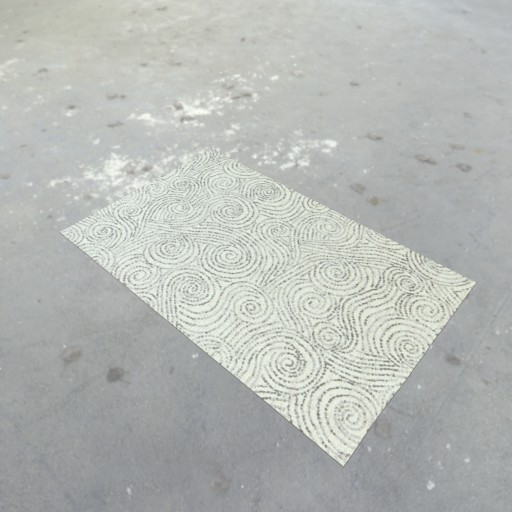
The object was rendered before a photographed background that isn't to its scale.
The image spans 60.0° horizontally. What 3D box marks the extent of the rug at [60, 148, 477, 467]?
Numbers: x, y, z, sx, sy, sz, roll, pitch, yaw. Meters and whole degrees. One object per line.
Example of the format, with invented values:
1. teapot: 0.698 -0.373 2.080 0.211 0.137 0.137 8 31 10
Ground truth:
1. rug: 0.000 0.000 3.017 2.439 0.005 1.524 32 53 28
